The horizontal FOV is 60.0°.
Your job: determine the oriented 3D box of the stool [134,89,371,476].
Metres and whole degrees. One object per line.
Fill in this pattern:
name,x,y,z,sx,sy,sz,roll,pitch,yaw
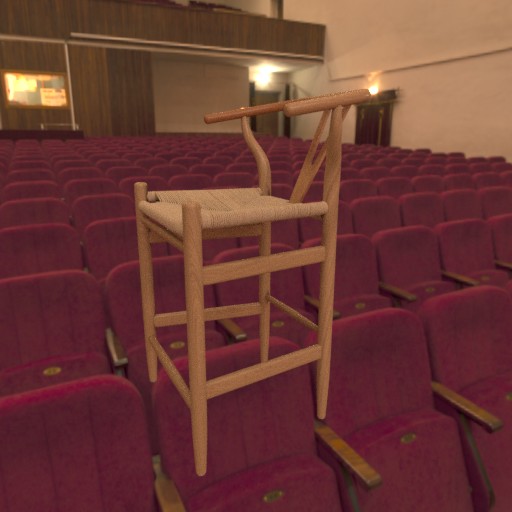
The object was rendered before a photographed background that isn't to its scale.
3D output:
stool,0.000,0.000,1.290,0.575,0.923,0.536,-7,16,-25
